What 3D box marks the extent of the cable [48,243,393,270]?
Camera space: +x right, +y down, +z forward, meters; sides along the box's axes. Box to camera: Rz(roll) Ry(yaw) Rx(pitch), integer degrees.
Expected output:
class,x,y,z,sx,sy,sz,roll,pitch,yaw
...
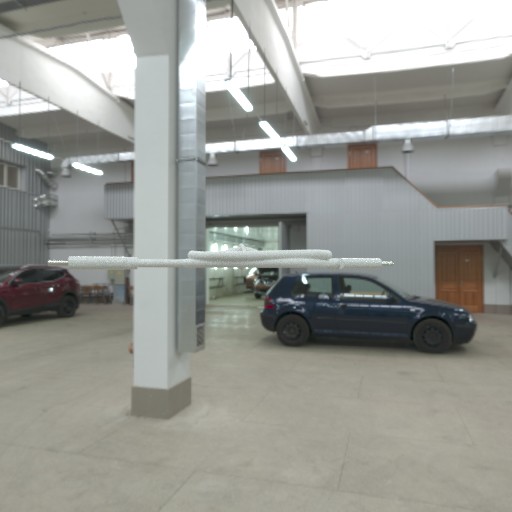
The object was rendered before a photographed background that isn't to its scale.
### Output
class,x,y,z,sx,sy,sz,roll,pitch,yaw
cable,0.000,0.000,0.212,0.186,0.014,0.070,0,-1,-19
